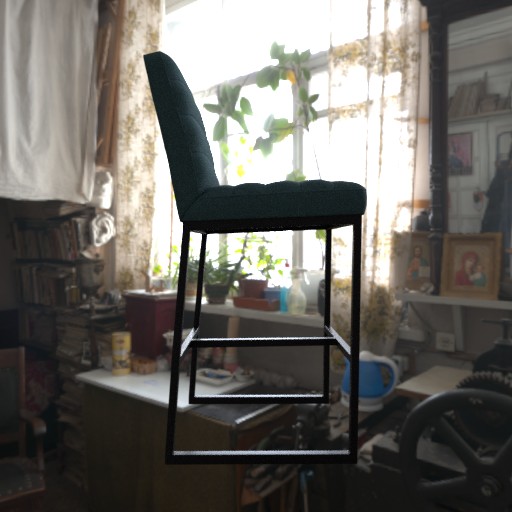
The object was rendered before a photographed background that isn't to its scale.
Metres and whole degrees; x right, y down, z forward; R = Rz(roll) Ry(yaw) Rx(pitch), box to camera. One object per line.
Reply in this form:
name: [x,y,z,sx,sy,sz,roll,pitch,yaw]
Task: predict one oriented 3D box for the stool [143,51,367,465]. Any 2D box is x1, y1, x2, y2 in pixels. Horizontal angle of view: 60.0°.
stool: [0.000,0.000,1.321,0.560,1.040,0.460,0,2,-1]
